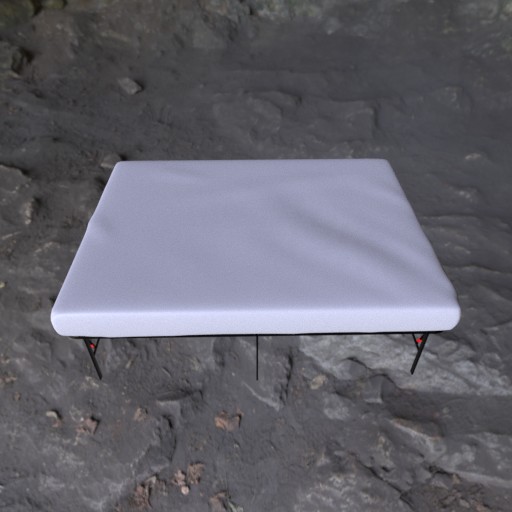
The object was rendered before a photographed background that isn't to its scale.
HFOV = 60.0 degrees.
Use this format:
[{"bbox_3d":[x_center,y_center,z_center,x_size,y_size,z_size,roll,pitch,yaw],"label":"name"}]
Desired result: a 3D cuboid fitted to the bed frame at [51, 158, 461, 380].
[{"bbox_3d":[0.000,0.000,2.980,2.151,0.667,1.584,-1,41,-1],"label":"bed frame"}]
